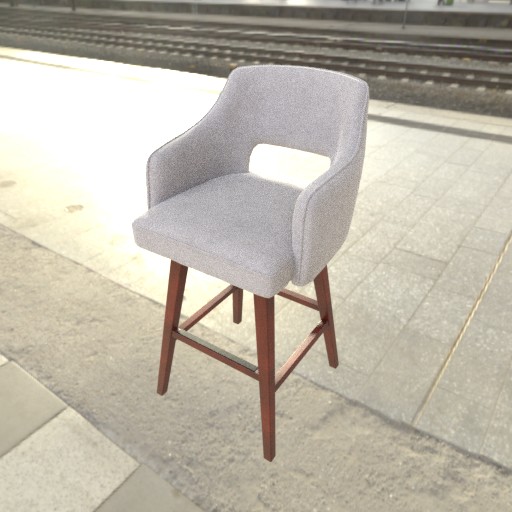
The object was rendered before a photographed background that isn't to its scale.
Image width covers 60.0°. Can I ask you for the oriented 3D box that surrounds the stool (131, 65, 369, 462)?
[{"bbox_3d":[0.000,0.000,1.360,0.548,1.012,0.558,20,37,28],"label":"stool"}]
